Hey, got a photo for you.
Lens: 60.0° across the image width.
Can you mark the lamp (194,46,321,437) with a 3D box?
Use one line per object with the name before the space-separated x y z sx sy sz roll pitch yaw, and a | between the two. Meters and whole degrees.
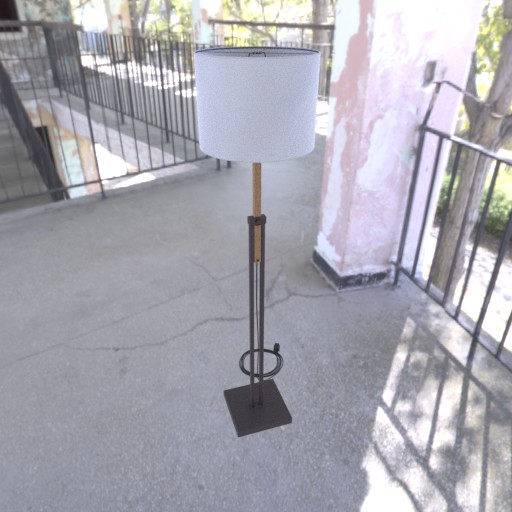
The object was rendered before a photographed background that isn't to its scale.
lamp | 0.000 0.000 1.937 0.474 1.650 0.639 -9 31 -16
